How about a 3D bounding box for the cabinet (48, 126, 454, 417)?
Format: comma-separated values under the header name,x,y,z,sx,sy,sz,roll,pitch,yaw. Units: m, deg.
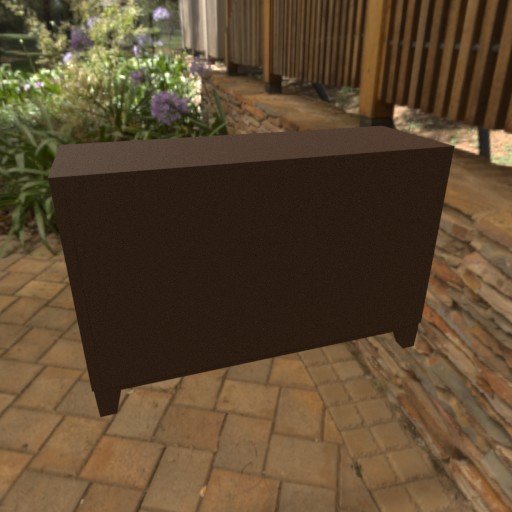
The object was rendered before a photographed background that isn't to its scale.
name,x,y,z,sx,sy,sz,roll,pitch,yaw
cabinet,0.000,0.000,1.852,1.396,0.914,0.482,-8,27,-17
